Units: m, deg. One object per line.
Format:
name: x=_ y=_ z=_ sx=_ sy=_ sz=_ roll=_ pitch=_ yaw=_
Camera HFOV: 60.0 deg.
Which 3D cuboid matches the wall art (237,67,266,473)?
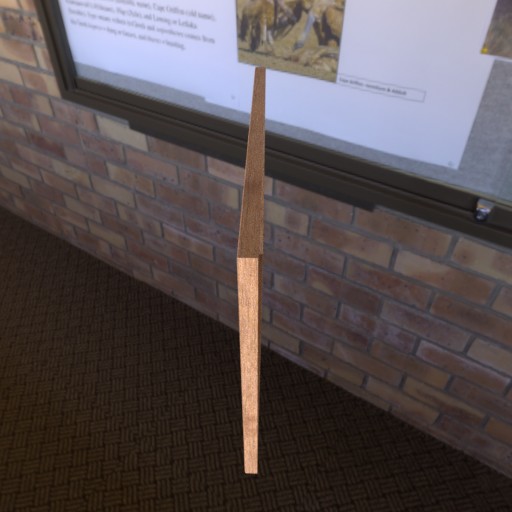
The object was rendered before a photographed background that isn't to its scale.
wall art: x=0.000 y=0.000 z=0.982 sx=0.026 sy=0.588 sz=0.690 roll=1 pitch=41 yaw=1
